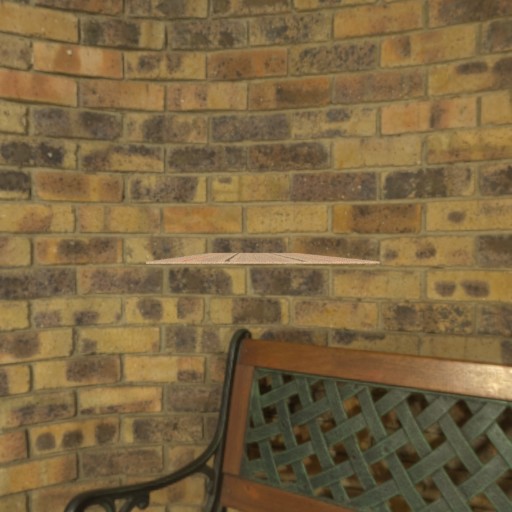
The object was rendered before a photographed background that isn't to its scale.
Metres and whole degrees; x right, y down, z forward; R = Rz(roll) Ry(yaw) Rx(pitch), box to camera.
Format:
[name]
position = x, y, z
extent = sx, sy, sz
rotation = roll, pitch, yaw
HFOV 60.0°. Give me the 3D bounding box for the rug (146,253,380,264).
[rug]
position = 0.000, 0.000, 2.660
extent = 0.762, 0.008, 2.439
rotation = 0, 1, -1
